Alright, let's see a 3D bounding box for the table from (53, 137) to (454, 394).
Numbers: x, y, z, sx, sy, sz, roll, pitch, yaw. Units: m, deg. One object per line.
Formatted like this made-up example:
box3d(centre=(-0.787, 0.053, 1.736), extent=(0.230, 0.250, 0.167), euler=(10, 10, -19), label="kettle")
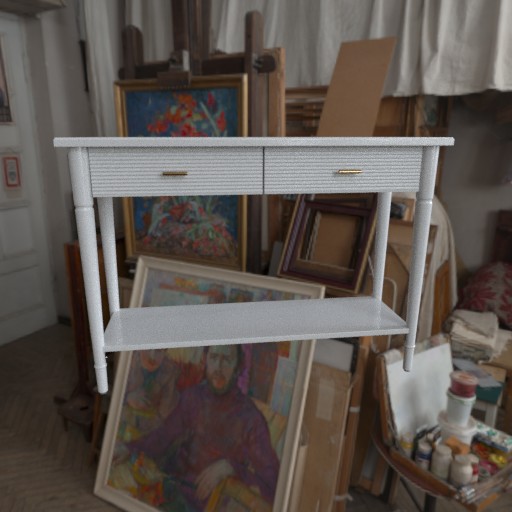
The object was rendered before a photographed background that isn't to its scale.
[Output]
box3d(centre=(0.000, 0.000, 1.447), extent=(1.067, 0.749, 0.381), euler=(-2, 15, -7), label="table")
